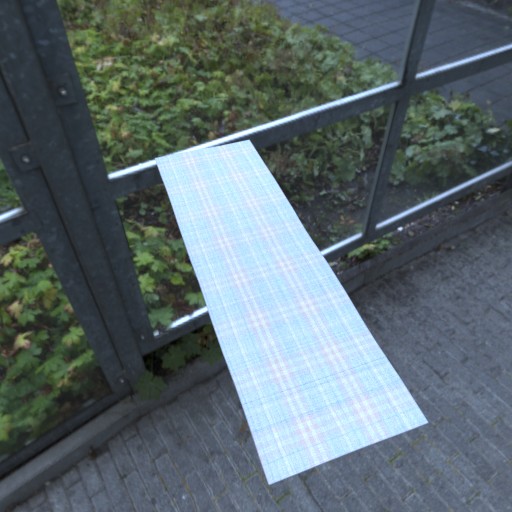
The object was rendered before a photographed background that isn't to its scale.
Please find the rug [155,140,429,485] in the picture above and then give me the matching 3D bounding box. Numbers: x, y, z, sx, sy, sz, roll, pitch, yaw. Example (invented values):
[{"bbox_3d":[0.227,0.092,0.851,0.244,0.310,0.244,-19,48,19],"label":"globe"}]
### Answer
[{"bbox_3d":[0.000,0.000,2.671,0.762,0.013,2.439,-15,48,-13],"label":"rug"}]
